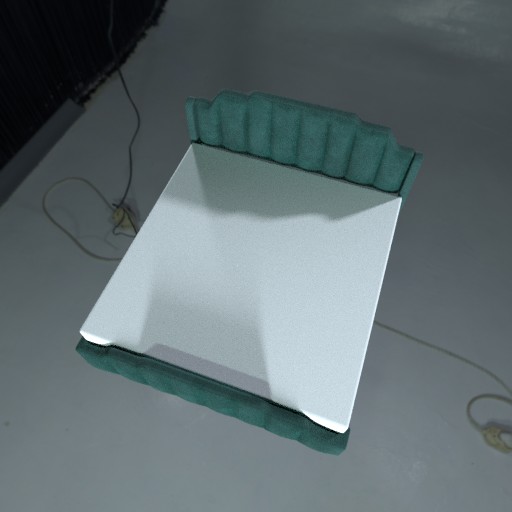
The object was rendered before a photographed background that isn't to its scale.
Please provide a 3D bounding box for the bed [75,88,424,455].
[{"bbox_3d":[0.000,0.000,3.537,2.074,1.245,2.340,17,60,10],"label":"bed"}]
